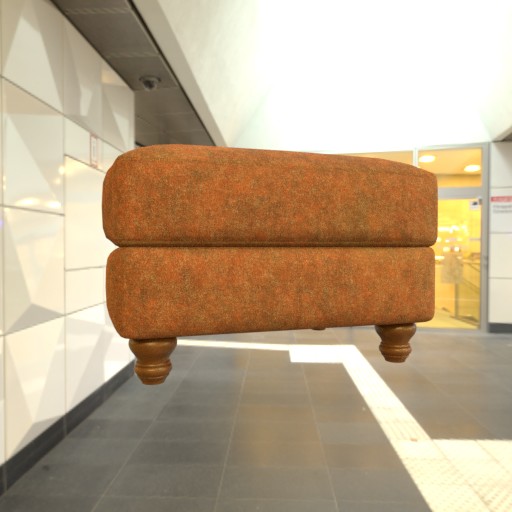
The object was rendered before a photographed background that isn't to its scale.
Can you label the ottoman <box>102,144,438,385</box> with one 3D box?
[{"bbox_3d":[0.000,0.000,1.204,0.787,0.508,0.635,0,1,-17],"label":"ottoman"}]
